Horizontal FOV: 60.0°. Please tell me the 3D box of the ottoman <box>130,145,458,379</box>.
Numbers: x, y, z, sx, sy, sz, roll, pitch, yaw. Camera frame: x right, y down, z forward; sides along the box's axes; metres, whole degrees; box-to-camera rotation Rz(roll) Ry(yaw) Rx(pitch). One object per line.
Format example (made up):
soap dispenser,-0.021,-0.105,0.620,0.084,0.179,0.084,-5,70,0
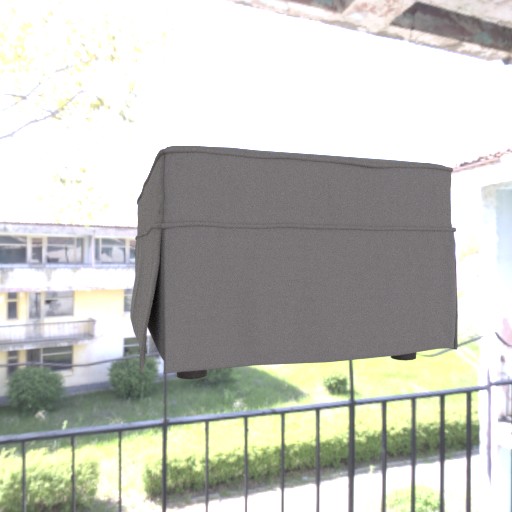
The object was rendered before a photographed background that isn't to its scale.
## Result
ottoman,0.000,0.000,1.294,0.703,0.479,0.944,0,0,-18
